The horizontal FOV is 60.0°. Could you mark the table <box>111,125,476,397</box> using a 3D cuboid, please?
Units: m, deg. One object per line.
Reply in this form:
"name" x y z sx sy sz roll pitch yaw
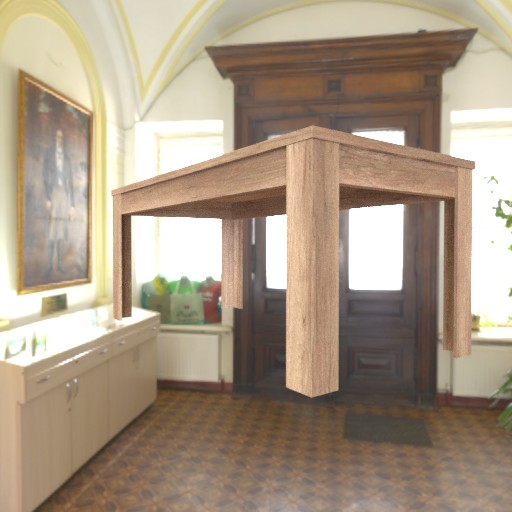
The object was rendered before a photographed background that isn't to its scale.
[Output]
"table" 0.000 0.000 2.272 0.900 0.790 1.800 -1 1 -36
